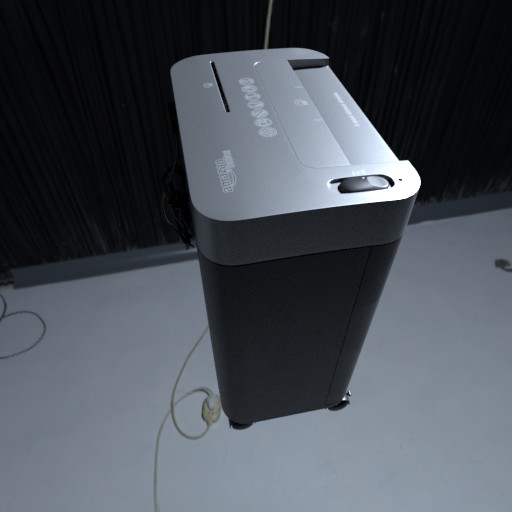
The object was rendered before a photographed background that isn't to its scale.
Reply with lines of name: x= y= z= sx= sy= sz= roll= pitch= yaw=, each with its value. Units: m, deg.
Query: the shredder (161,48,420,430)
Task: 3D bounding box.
shredder: x=0.000 y=0.000 z=0.594 sx=0.237 sy=0.419 sz=0.311 roll=-8 pitch=47 yaw=-8
